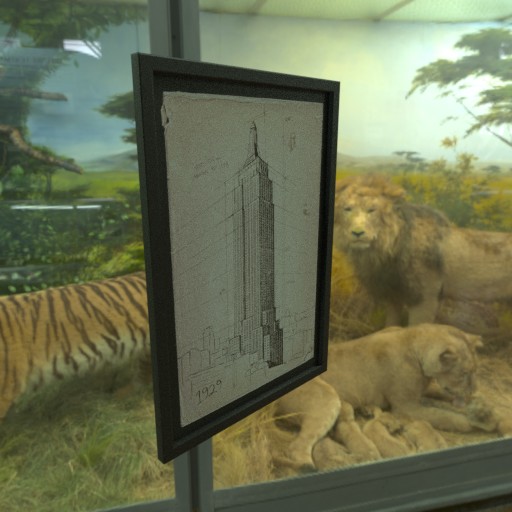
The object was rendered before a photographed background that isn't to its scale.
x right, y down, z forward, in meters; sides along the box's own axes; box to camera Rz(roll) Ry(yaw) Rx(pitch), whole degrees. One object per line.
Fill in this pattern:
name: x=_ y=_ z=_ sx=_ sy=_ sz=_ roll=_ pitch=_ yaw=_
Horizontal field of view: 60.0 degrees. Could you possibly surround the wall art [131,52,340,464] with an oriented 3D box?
wall art: x=0.000 y=0.000 z=0.554 sx=0.303 sy=0.431 sz=0.013 roll=-14 pitch=20 yaw=-42
